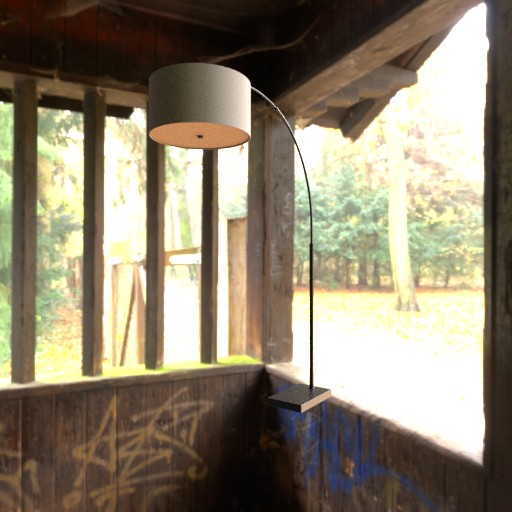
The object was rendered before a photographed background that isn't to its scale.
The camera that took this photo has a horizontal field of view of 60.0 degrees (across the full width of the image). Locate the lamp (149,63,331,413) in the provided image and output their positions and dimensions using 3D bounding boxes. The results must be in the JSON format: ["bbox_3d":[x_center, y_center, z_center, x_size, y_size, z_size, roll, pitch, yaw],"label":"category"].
[{"bbox_3d":[0.000,0.000,2.557,0.493,1.927,1.424,0,0,36],"label":"lamp"}]
